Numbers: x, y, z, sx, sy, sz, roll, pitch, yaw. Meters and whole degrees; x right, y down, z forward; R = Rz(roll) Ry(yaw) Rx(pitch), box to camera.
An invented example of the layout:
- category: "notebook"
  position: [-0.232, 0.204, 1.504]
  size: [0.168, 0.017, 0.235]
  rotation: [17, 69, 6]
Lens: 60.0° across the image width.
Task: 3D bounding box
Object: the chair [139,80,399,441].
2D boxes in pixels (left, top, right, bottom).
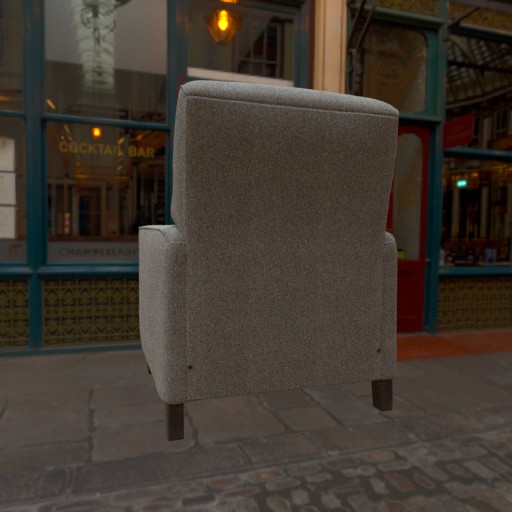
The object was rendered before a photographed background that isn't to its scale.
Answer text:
- category: "chair"
  position: [0.000, 0.000, 1.682]
  size: [0.841, 1.028, 0.858]
  rotation: [-1, 2, -18]
